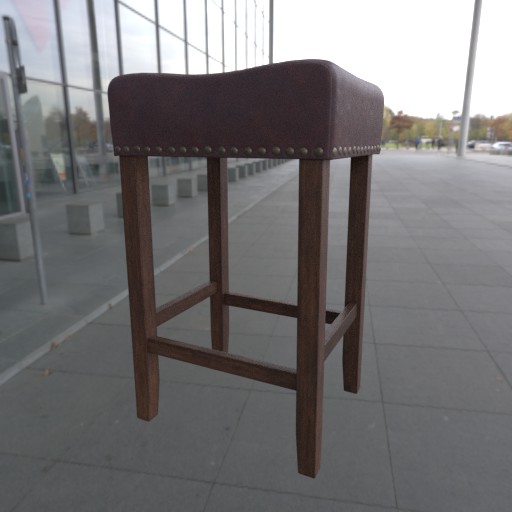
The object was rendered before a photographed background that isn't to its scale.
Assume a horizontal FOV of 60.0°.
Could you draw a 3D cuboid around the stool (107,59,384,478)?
[{"bbox_3d":[0.000,0.000,1.027,0.465,0.769,0.401,7,16,25],"label":"stool"}]
